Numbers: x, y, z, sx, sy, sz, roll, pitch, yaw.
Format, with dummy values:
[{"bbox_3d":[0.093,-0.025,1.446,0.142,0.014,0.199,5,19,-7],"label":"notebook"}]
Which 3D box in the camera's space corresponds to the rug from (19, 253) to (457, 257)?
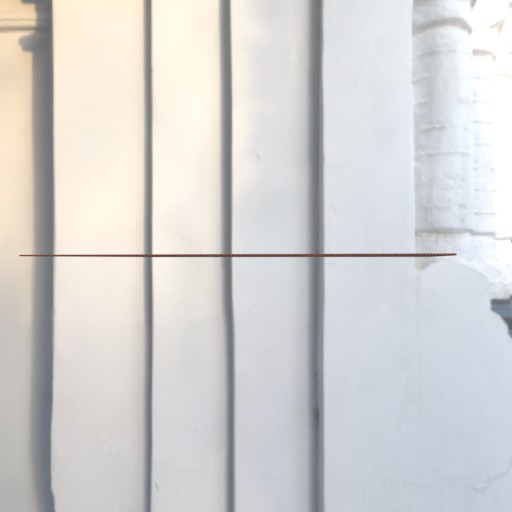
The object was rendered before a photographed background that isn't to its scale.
[{"bbox_3d":[0.000,0.000,4.171,3.197,0.013,2.381,0,0,18],"label":"rug"}]
